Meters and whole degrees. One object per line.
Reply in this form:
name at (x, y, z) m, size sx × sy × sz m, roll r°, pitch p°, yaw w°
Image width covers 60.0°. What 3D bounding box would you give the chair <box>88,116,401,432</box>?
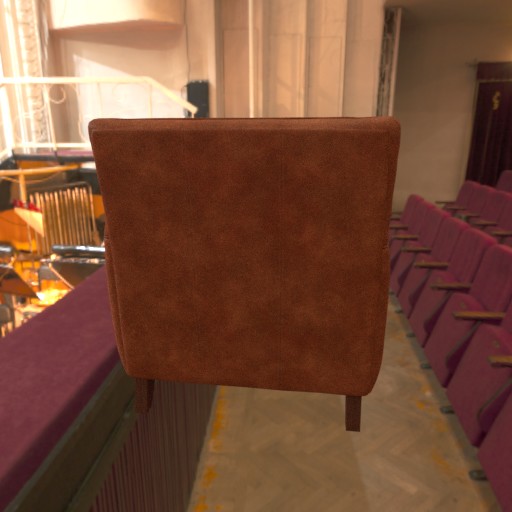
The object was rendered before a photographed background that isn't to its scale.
chair at (0.000, 0.000, 1.616) m, size 0.870 × 0.943 × 0.823 m, roll 2°, pitch 16°, yaw 8°
